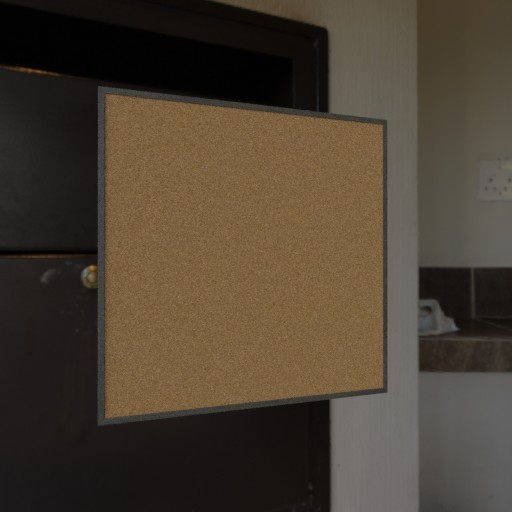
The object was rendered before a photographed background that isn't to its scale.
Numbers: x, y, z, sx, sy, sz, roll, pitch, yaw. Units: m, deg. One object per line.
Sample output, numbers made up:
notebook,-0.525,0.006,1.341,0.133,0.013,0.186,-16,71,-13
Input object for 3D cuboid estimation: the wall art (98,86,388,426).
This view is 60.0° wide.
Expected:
wall art,0.000,0.000,1.129,0.758,0.758,0.039,0,0,-19
